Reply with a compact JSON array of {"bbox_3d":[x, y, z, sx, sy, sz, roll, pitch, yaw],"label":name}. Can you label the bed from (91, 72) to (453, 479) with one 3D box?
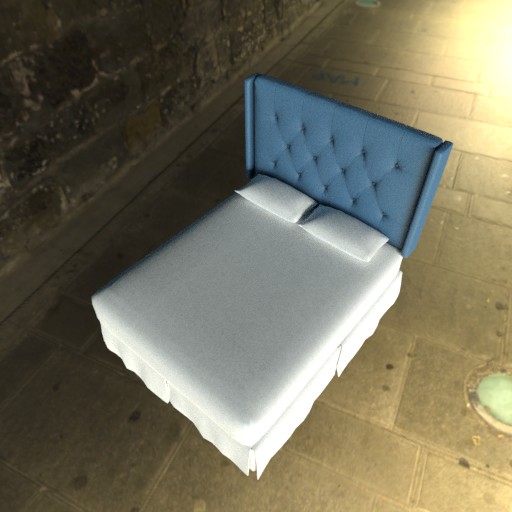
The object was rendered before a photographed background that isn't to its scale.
[{"bbox_3d":[0.000,0.000,3.325,1.719,1.665,2.078,31,53,27],"label":"bed"}]
